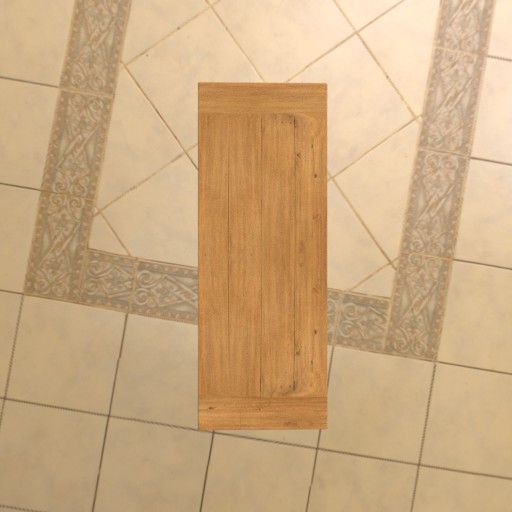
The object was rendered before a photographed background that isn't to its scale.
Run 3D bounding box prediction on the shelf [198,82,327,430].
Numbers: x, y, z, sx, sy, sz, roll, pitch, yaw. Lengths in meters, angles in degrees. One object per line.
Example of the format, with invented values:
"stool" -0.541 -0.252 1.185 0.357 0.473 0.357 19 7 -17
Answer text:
"shelf" 0.000 0.000 2.241 0.381 1.878 1.022 0 90 -1
